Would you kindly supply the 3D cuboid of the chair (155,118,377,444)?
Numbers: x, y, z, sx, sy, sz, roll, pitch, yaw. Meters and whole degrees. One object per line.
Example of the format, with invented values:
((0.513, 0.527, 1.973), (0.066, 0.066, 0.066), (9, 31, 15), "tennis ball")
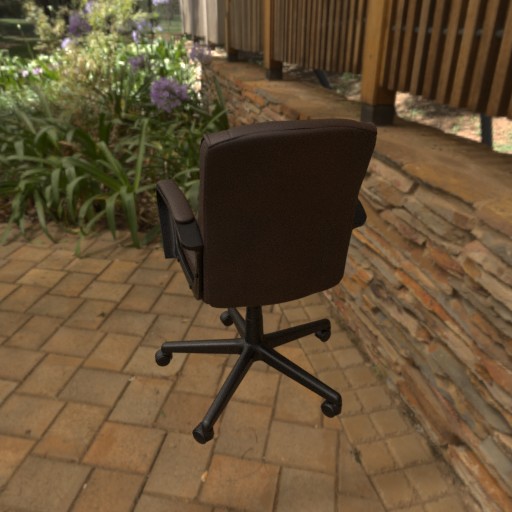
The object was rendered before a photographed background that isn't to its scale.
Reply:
((0.000, 0.000, 1.510), (0.739, 1.004, 0.717), (-9, 28, -16), "chair")
